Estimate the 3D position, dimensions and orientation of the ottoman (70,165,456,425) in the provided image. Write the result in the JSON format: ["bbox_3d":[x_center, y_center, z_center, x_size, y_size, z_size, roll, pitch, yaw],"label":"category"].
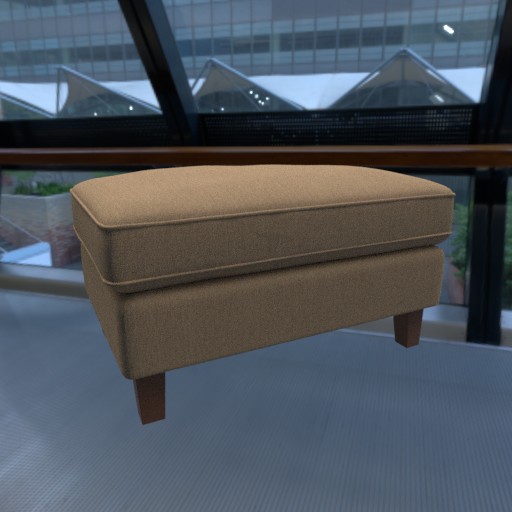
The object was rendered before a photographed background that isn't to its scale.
[{"bbox_3d":[0.000,0.000,1.303,0.945,0.521,0.636,-8,17,-26],"label":"ottoman"}]
